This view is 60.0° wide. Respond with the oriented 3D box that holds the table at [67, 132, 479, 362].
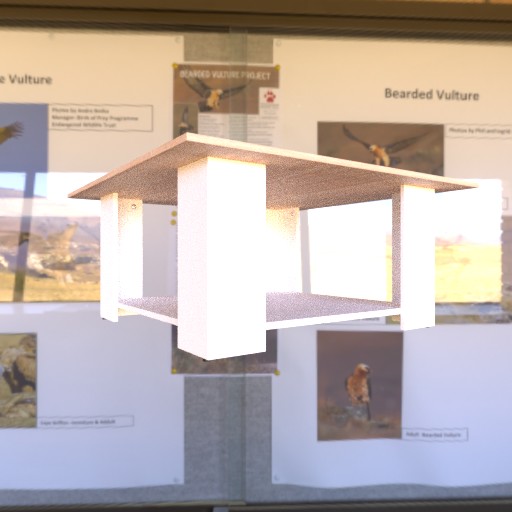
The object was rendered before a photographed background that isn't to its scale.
[{"bbox_3d":[0.000,0.000,1.009,0.670,0.305,0.670,0,0,-35],"label":"table"}]
